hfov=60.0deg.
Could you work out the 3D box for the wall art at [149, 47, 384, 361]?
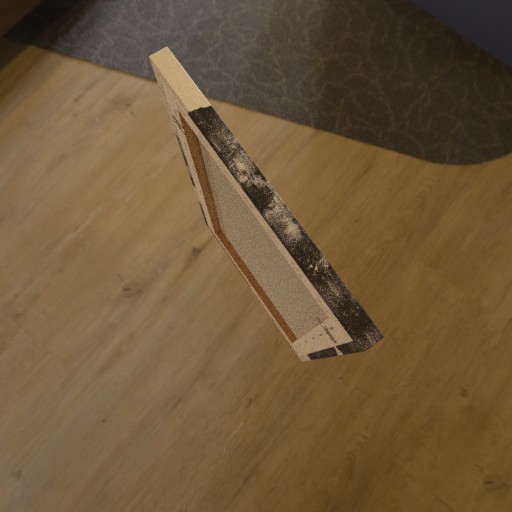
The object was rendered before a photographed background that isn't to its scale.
[{"bbox_3d":[0.000,0.000,1.155,0.041,0.915,0.610,-34,78,-8],"label":"wall art"}]
